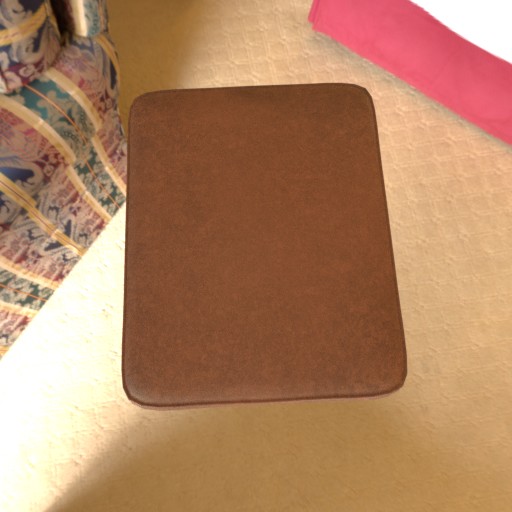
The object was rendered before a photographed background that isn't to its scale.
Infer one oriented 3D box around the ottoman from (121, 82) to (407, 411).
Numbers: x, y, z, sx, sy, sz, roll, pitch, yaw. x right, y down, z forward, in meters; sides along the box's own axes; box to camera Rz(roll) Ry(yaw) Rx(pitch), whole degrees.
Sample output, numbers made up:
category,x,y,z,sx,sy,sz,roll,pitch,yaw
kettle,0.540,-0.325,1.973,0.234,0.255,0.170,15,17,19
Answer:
category,x,y,z,sx,sy,sz,roll,pitch,yaw
ottoman,0.000,0.000,1.147,0.589,0.537,0.738,-3,76,-1
